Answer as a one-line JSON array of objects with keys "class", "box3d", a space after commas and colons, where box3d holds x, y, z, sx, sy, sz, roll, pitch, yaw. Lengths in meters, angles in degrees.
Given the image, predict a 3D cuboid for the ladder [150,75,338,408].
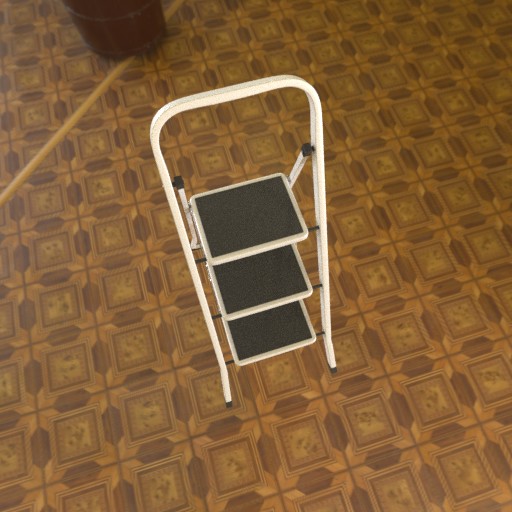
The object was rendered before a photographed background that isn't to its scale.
[{"class": "ladder", "box3d": [0.000, 0.000, 1.398, 0.460, 1.050, 0.711, -16, 67, -7]}]
